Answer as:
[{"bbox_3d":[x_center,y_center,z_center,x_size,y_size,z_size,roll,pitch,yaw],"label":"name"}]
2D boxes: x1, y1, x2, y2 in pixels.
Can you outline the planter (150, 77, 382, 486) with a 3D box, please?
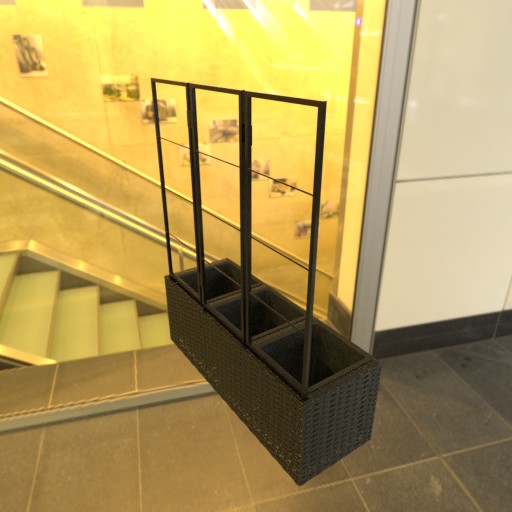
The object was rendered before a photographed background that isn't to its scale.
[{"bbox_3d":[0.000,0.000,1.158,0.244,0.841,0.698,-17,30,-31],"label":"planter"}]
